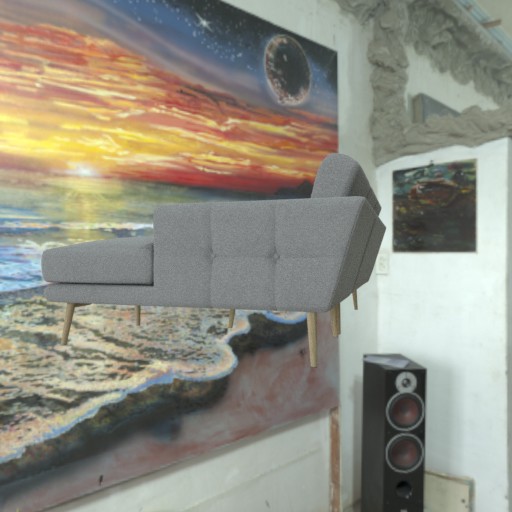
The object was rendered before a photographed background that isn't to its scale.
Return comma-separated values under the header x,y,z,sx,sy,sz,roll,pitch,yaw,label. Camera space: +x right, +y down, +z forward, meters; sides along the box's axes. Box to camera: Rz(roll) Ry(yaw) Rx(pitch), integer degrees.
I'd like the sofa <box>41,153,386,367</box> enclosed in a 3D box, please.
x,y,z,sx,sy,sz,roll,pitch,yaw,label
0.000,0.000,2.836,1.530,0.860,2.040,0,0,18,sofa
